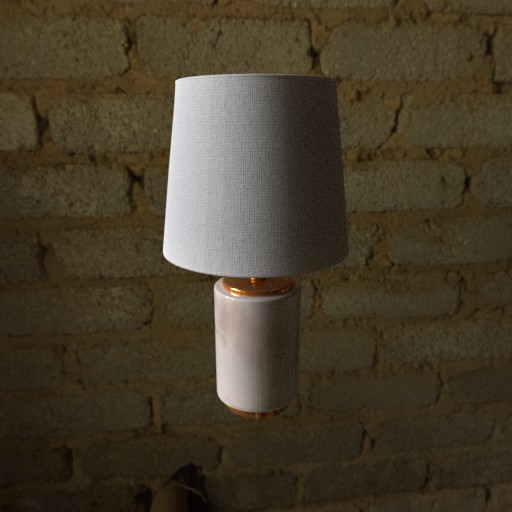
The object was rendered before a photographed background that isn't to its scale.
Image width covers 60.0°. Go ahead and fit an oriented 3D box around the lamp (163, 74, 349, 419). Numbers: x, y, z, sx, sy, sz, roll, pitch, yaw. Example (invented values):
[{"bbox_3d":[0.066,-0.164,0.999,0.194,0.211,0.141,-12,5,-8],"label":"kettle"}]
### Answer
[{"bbox_3d":[0.000,0.000,0.464,0.189,0.340,0.189,0,17,0],"label":"lamp"}]
